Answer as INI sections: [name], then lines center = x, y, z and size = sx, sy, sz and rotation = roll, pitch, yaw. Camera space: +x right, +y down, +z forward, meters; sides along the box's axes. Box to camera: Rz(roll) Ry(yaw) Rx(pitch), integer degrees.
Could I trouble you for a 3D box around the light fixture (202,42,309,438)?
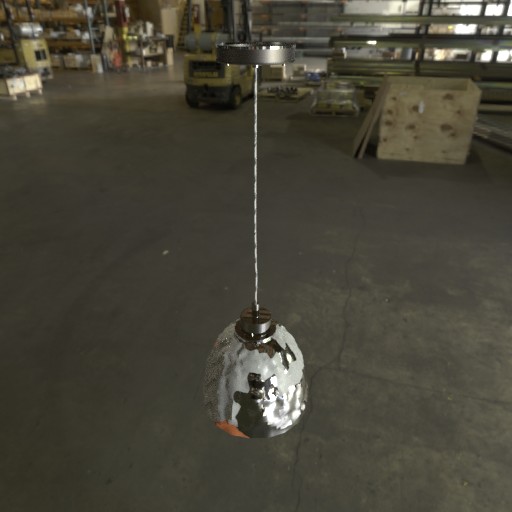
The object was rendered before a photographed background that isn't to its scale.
[light fixture]
center = 0.000, 0.000, 1.748
size = 0.496, 1.511, 0.500
rotation = 1, 29, 2
